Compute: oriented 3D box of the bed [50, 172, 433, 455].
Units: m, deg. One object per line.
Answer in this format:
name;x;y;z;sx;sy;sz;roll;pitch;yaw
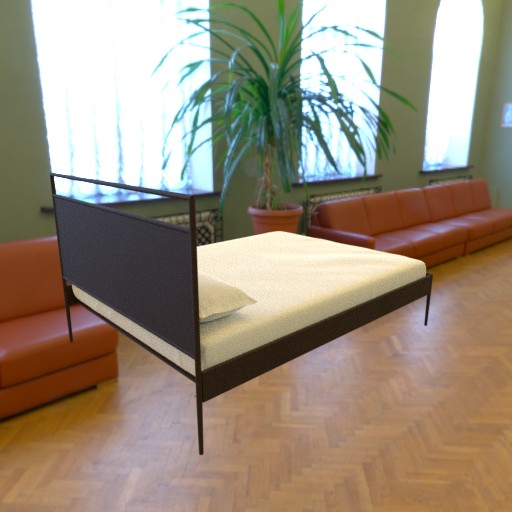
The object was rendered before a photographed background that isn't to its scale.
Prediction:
bed;0.000;0.000;3.096;2.122;1.173;1.572;-13;20;-41
